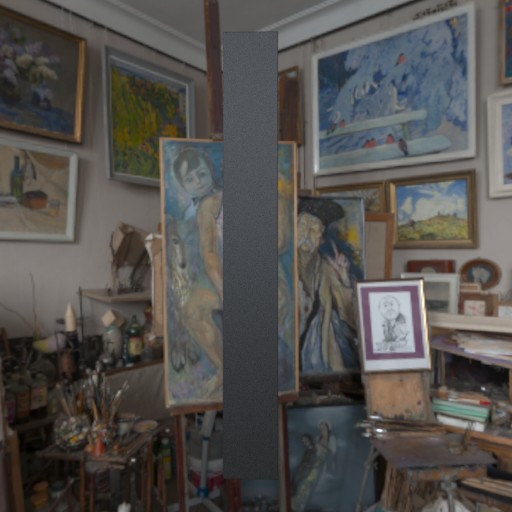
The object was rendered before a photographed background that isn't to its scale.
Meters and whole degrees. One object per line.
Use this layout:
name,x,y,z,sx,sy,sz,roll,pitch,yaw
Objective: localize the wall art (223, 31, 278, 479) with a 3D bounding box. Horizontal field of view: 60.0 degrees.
wall art,0.000,0.000,0.452,0.038,0.304,0.304,0,0,1
